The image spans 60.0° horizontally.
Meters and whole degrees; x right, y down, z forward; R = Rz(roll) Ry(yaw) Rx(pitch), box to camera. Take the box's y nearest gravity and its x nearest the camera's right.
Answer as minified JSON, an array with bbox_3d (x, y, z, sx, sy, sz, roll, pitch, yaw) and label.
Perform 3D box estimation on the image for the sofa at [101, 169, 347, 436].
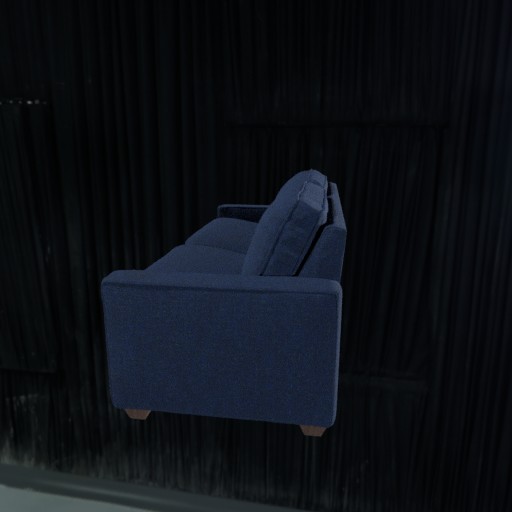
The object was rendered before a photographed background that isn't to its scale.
[{"bbox_3d":[0.000,0.000,2.617,0.940,0.919,2.080,2,15,8],"label":"sofa"}]
